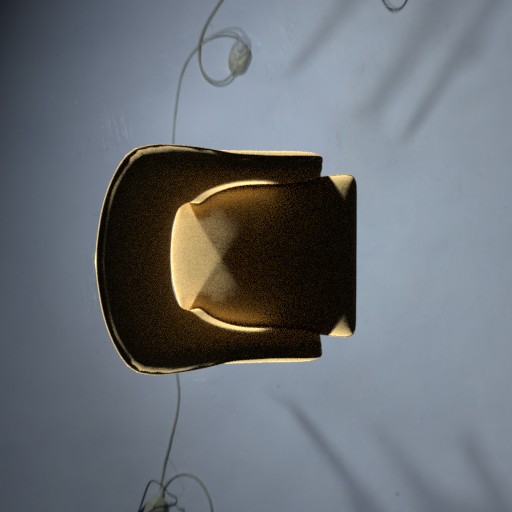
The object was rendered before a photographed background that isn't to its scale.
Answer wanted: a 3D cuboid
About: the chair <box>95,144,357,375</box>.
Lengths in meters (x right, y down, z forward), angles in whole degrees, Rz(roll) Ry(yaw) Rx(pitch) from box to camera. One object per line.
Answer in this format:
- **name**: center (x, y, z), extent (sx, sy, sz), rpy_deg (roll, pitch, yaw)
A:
- **chair**: center (0.000, 0.000, 1.245), extent (0.605, 0.849, 0.548), rpy_deg (0, 91, 1)
